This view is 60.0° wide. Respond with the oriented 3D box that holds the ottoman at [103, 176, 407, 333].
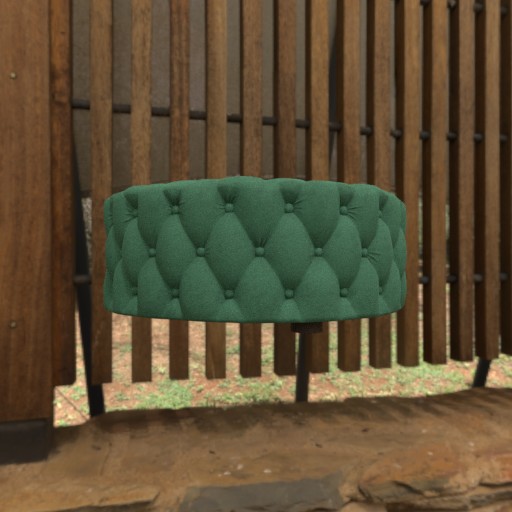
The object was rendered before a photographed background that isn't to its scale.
[{"bbox_3d":[0.000,0.000,1.532,0.998,0.399,0.998,0,-1,0],"label":"ottoman"}]
